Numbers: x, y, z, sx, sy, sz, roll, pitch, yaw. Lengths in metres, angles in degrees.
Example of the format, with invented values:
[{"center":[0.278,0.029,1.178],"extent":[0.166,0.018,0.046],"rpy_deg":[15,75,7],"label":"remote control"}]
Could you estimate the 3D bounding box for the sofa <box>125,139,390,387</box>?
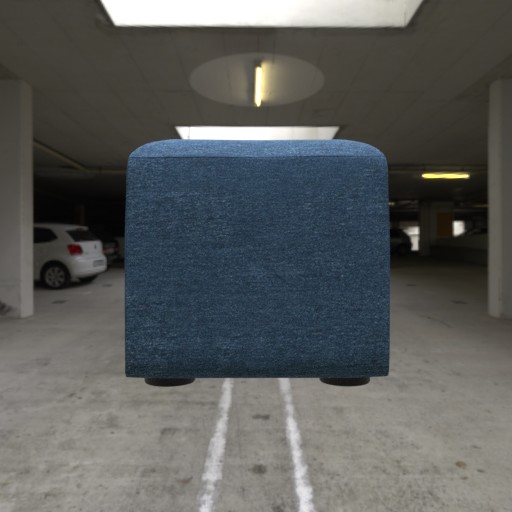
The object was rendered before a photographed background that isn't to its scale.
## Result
[{"center":[0.000,0.000,1.228],"extent":[0.480,0.470,0.930],"rpy_deg":[0,0,0],"label":"sofa"}]
